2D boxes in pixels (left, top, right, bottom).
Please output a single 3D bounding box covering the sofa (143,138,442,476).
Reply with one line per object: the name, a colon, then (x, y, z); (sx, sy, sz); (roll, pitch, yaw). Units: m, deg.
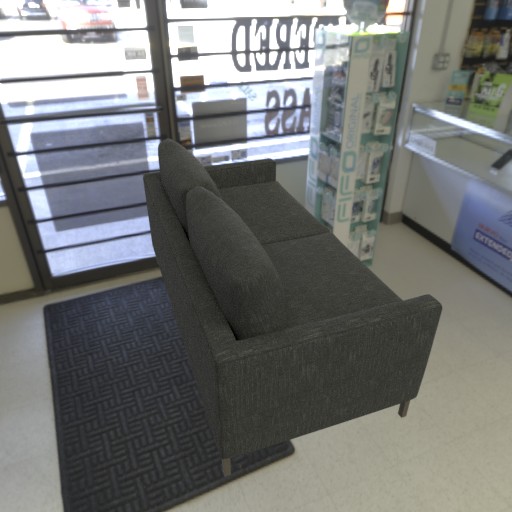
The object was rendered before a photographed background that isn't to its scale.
sofa: (0.000, 0.000, 2.239); (0.866, 0.862, 1.716); (-11, 33, -17)
